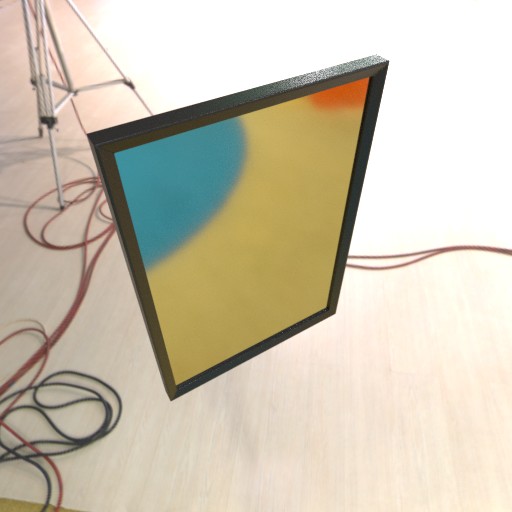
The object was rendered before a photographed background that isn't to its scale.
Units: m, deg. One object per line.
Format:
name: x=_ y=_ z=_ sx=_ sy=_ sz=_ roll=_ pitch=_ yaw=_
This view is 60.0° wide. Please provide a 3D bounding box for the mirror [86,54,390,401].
mirror: x=0.000 y=0.000 z=0.923 sx=0.507 sy=0.710 sz=0.039 roll=-24 pitch=50 yaw=-21
